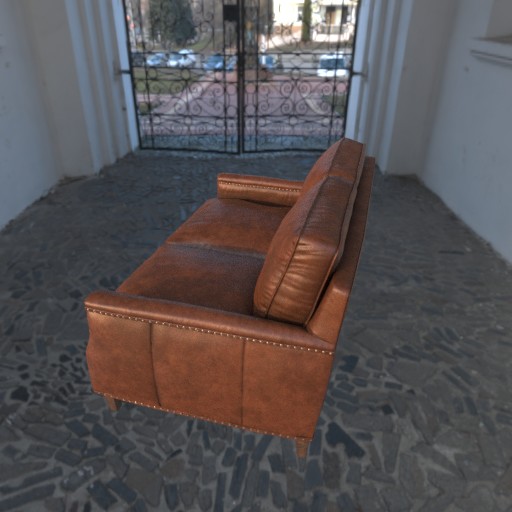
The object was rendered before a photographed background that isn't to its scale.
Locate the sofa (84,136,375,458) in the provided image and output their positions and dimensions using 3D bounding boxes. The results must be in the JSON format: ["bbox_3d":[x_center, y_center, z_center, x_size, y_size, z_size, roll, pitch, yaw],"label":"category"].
[{"bbox_3d":[0.000,0.000,2.326,1.083,1.003,1.628,8,31,14],"label":"sofa"}]
